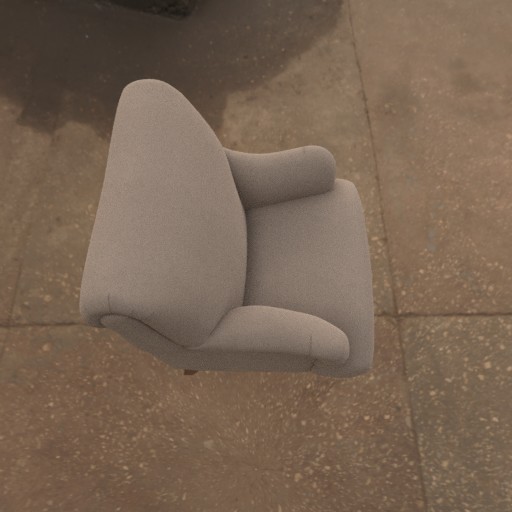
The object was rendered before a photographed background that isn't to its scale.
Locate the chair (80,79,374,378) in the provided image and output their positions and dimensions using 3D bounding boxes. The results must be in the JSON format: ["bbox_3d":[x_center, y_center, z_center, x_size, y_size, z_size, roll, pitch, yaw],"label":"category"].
[{"bbox_3d":[0.000,0.000,1.547,0.842,0.942,0.766,1,64,0],"label":"chair"}]
